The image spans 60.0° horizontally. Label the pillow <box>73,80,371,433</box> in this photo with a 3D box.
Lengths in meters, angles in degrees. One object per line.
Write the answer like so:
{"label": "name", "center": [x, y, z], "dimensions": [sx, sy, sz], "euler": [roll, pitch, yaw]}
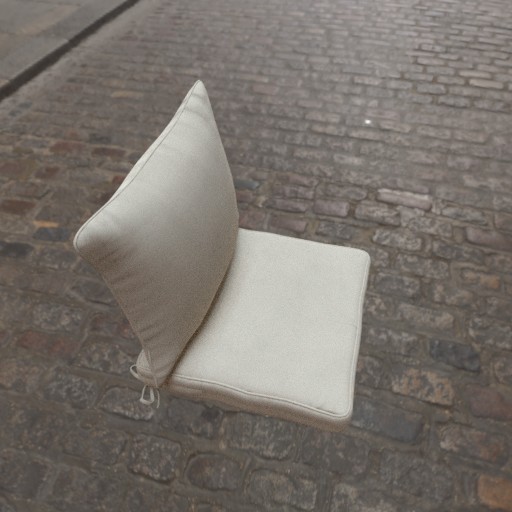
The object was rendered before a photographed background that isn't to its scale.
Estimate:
{"label": "pillow", "center": [0.000, 0.000, 1.354], "dimensions": [0.733, 0.716, 0.798], "euler": [11, 47, 10]}
